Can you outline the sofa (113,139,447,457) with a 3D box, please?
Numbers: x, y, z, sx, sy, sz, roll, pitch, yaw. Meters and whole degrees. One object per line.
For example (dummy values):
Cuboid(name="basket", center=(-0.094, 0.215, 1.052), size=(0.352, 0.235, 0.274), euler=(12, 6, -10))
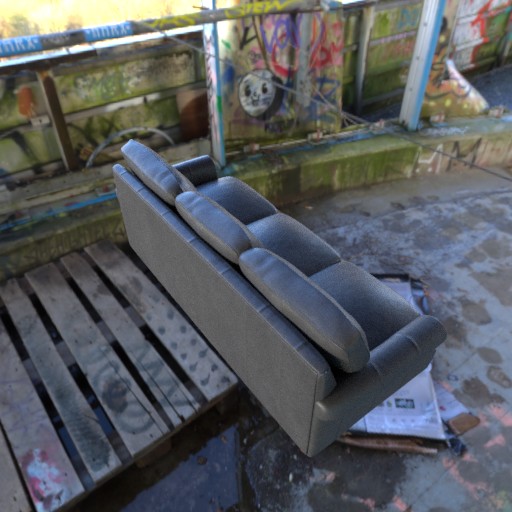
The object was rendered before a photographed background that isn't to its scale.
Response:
Cuboid(name="sofa", center=(0.000, 0.000, 2.895), size=(0.974, 0.977, 2.387), euler=(-26, 47, -27))
